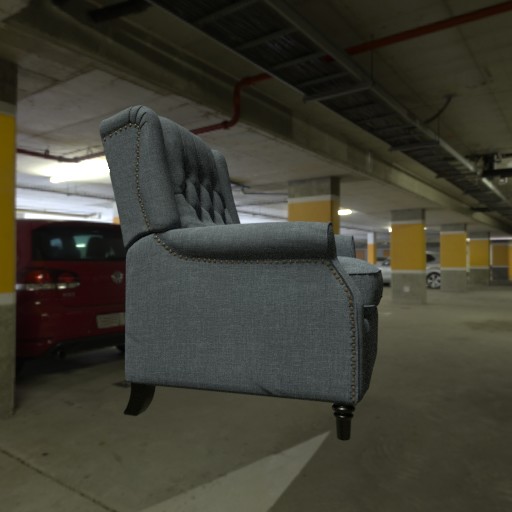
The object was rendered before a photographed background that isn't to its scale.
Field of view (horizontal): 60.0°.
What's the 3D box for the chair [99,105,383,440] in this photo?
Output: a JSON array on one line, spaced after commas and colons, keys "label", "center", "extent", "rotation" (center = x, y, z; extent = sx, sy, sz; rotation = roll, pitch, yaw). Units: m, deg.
[{"label": "chair", "center": [0.000, 0.000, 1.641], "extent": [0.898, 1.035, 0.742], "rotation": [0, -1, 18]}]
